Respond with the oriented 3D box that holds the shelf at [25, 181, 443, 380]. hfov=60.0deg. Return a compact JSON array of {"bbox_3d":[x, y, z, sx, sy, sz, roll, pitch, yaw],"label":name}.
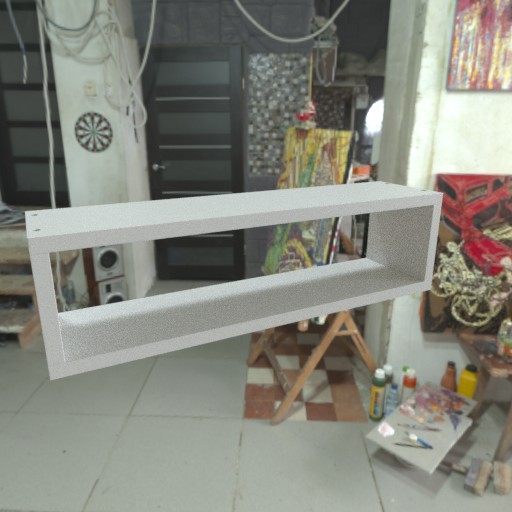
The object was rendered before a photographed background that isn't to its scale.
[{"bbox_3d":[0.000,0.000,0.680,0.610,0.170,0.150,-9,20,-26],"label":"shelf"}]
